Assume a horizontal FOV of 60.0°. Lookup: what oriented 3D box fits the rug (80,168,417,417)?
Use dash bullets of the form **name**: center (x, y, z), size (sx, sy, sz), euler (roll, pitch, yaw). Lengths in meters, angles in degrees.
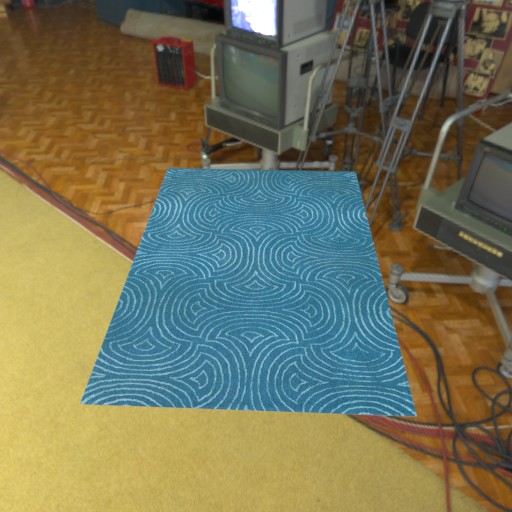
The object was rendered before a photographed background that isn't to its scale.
- **rug**: center (0.000, 0.000, 2.834), size (1.543, 0.015, 2.144), euler (2, 41, 2)
